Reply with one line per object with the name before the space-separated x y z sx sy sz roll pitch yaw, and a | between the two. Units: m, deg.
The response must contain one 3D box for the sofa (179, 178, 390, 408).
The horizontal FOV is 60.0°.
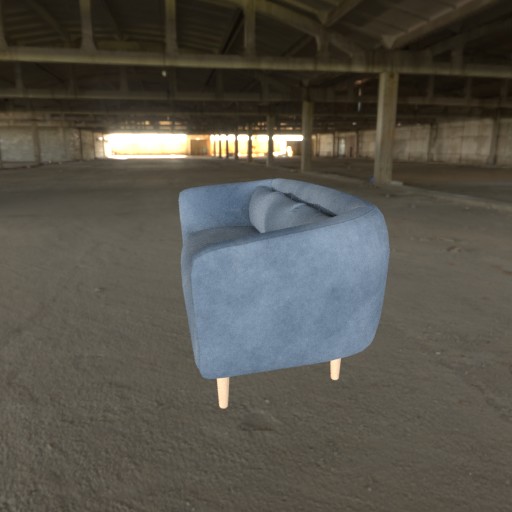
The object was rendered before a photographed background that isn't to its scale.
sofa | 0.000 0.000 2.546 0.849 0.795 2.095 -3 14 -10
